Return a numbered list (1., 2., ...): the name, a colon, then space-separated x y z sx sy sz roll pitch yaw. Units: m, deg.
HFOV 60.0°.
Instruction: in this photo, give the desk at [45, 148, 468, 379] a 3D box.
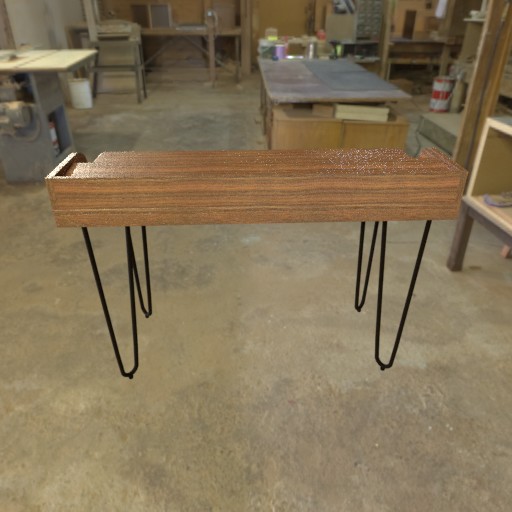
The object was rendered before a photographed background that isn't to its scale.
1. desk: 0.000 0.000 1.707 1.200 0.854 0.565 -1 30 -2
